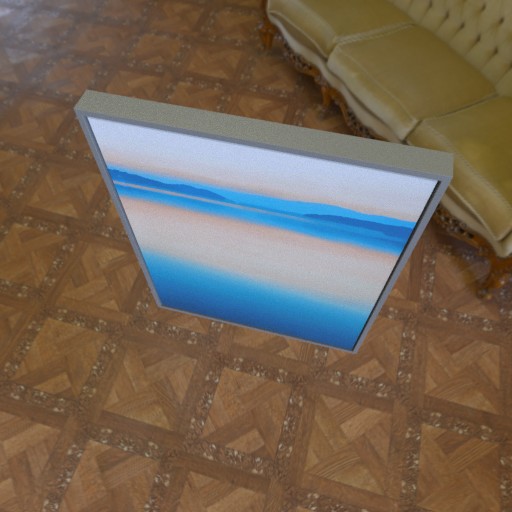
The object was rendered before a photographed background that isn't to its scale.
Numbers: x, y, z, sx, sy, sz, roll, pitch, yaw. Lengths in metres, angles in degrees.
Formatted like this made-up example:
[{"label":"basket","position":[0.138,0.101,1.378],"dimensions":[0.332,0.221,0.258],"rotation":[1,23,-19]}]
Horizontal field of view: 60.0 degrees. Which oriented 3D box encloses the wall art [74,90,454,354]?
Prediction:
[{"label":"wall art","position":[0.000,0.000,0.756],"dimensions":[0.453,0.554,0.037],"rotation":[12,58,8]}]
